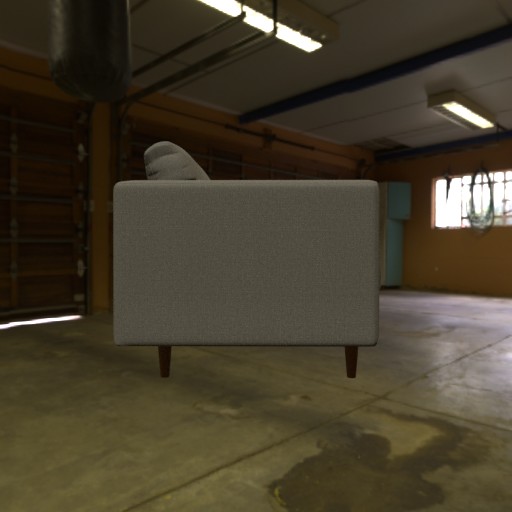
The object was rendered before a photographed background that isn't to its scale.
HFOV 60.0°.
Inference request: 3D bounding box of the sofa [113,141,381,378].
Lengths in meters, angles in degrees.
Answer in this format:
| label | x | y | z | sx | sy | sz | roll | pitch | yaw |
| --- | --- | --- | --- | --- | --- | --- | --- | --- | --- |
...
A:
| label | x | y | z | sx | sy | sz | roll | pitch | yaw |
| --- | --- | --- | --- | --- | --- | --- | --- | --- | --- |
| sofa | 0.000 | 0.000 | 2.304 | 0.940 | 0.866 | 1.713 | 0 | 1 | 1 |
